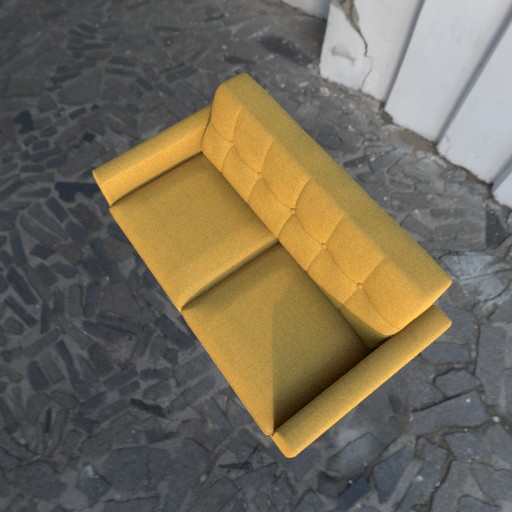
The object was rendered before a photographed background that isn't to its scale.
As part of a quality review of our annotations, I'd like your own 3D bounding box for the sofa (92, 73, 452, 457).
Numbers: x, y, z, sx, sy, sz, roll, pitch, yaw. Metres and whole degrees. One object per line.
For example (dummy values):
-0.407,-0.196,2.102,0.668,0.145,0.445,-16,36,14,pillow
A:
0.000,0.000,2.183,0.909,0.841,1.631,-34,70,-14,sofa
